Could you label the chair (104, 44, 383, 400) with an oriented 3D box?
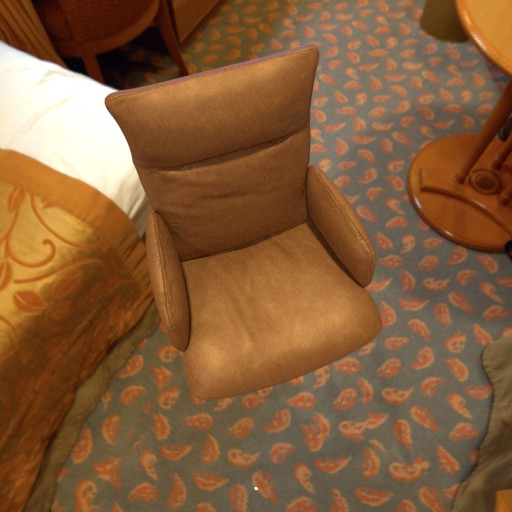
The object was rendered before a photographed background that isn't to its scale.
[{"bbox_3d":[0.000,0.000,1.511,0.711,1.027,0.794,-18,64,-9],"label":"chair"}]
